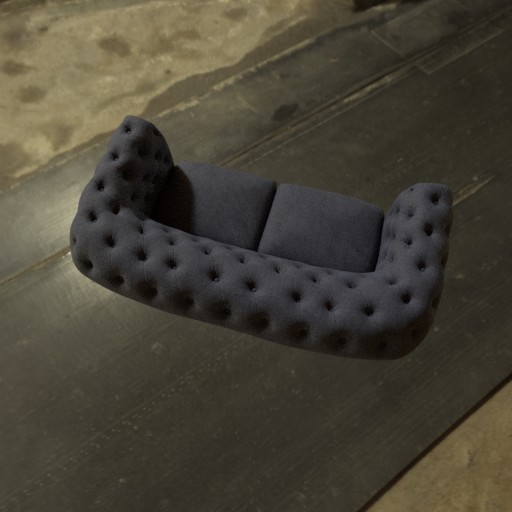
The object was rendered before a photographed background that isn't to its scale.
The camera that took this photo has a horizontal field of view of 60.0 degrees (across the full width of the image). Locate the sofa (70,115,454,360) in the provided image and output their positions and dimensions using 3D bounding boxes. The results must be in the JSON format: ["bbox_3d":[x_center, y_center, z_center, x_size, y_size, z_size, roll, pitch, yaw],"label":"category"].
[{"bbox_3d":[0.000,0.000,2.598,1.988,0.833,1.082,14,63,7],"label":"sofa"}]
